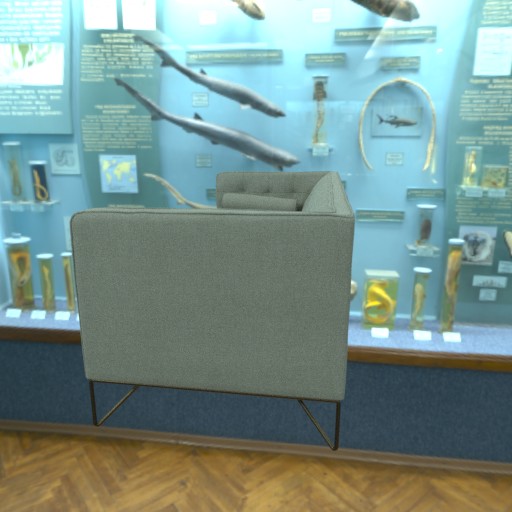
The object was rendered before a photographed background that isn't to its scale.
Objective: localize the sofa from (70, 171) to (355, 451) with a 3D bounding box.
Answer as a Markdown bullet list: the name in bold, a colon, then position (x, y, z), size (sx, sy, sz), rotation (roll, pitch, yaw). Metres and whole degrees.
- **sofa**: position (0.000, 0.000, 2.414), size (0.912, 0.798, 2.079), rotation (2, 14, 9)
